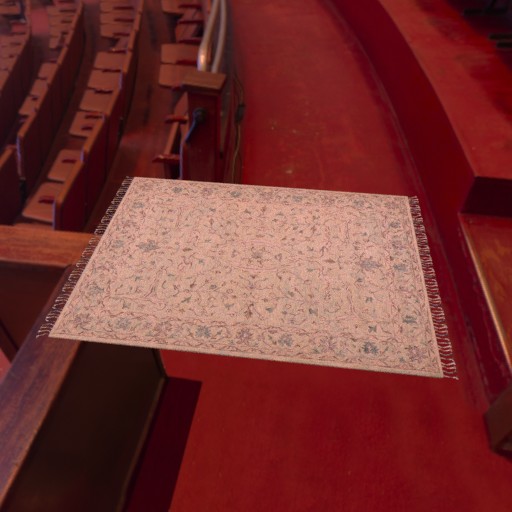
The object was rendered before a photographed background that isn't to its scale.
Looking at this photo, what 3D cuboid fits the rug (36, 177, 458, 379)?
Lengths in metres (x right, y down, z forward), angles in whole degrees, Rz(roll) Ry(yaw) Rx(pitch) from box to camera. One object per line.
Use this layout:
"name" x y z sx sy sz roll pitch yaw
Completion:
"rug" 0.000 0.000 2.301 1.802 0.008 1.247 5 45 5
